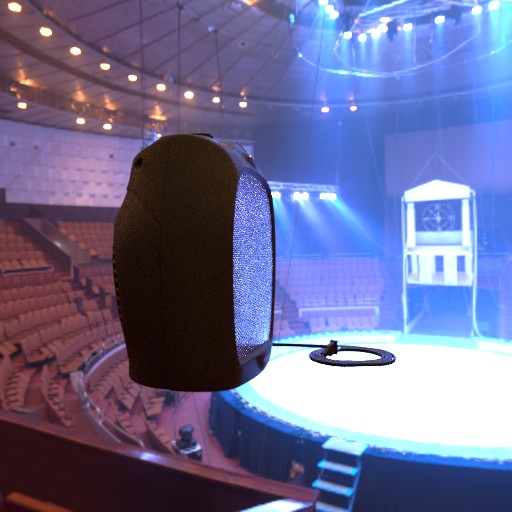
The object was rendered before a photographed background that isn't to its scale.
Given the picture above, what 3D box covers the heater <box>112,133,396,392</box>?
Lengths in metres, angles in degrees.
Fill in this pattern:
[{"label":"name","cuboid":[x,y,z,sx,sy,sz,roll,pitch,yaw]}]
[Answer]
[{"label":"heater","cuboid":[0.000,0.000,0.475,0.291,0.240,0.239,0,0,16]}]
